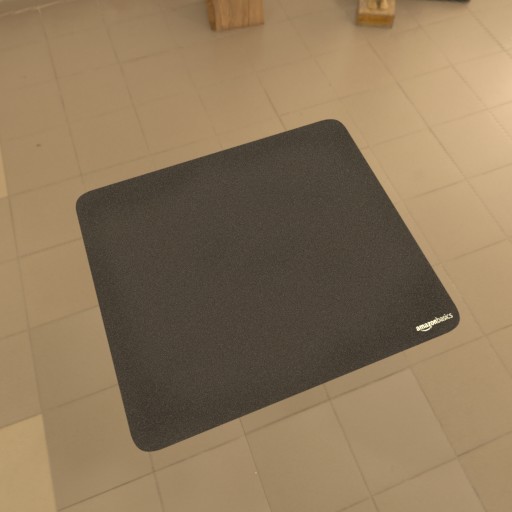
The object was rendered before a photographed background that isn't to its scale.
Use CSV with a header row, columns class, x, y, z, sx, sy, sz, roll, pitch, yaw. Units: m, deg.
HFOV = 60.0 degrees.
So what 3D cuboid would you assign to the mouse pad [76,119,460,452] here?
class,x,y,z,sx,sy,sz,roll,pitch,yaw
mouse pad,0.000,0.000,0.635,0.451,0.002,0.393,-19,65,-9
